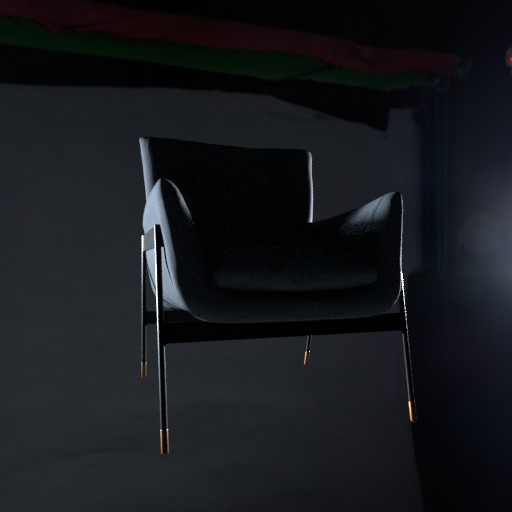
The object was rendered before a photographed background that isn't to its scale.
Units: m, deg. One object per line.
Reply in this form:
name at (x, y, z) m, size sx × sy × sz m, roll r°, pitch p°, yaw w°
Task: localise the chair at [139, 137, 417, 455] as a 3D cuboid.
chair at (0.000, 0.000, 1.371) m, size 0.678 × 0.858 × 0.709 m, roll 0°, pitch -1°, yaw -18°
